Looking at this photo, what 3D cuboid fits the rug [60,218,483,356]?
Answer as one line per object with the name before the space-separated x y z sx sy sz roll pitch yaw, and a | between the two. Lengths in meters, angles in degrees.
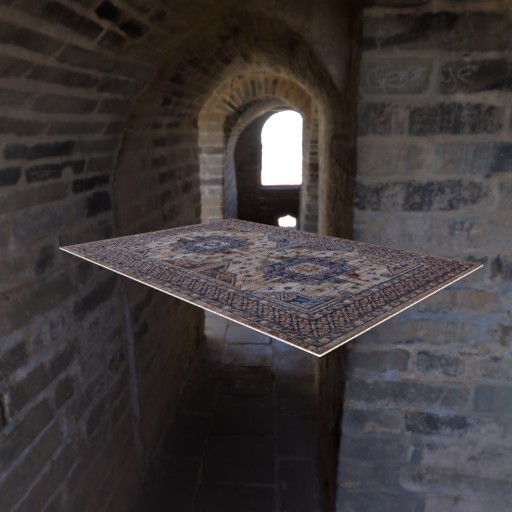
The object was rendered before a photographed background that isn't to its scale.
rug | 0.000 0.000 2.851 2.227 0.008 1.611 14 21 43
